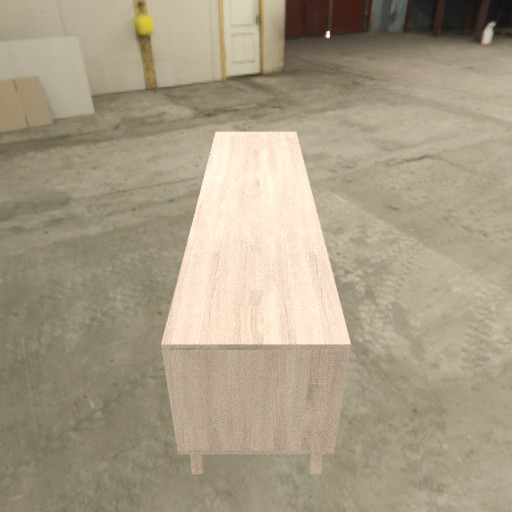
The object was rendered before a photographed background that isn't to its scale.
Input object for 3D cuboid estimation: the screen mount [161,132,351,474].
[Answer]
[{"bbox_3d":[0.000,0.000,1.702,0.400,0.510,1.500,0,32,0],"label":"screen mount"}]
